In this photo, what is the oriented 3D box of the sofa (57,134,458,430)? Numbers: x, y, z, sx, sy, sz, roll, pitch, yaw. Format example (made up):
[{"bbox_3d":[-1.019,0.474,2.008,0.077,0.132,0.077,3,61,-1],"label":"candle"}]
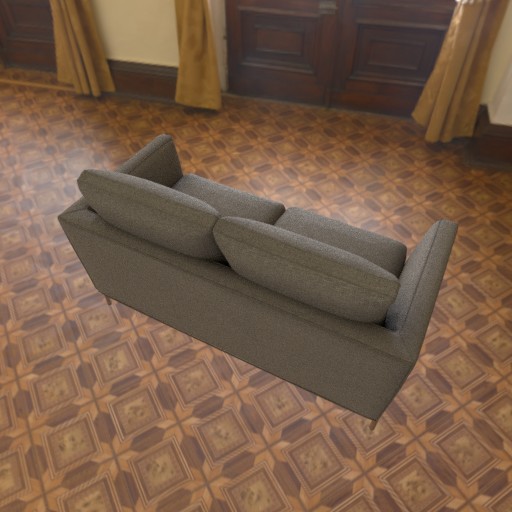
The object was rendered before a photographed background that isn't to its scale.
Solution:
[{"bbox_3d":[0.000,0.000,2.107,1.594,0.924,0.803,21,50,19],"label":"sofa"}]
